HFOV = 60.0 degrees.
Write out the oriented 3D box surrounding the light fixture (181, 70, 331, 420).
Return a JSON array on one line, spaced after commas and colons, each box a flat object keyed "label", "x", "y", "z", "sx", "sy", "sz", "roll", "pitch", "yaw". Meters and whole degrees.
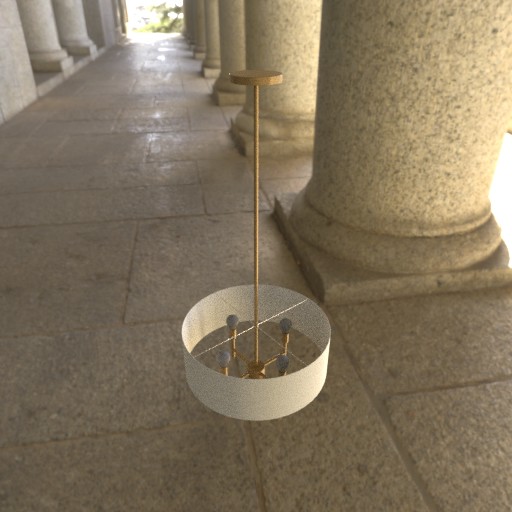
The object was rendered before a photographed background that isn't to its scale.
[{"label": "light fixture", "x": 0.000, "y": 0.000, "z": 1.389, "sx": 0.508, "sy": 1.067, "sz": 0.508, "roll": 0, "pitch": 30, "yaw": 0}]
